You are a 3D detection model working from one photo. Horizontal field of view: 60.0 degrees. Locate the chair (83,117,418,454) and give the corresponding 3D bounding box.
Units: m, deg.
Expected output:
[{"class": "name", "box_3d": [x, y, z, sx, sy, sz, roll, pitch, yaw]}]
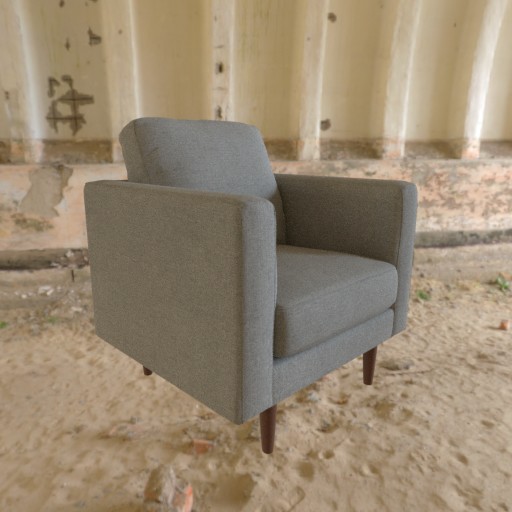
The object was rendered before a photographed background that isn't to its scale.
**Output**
[{"class": "chair", "box_3d": [0.000, 0.000, 1.528, 0.855, 0.927, 0.800, -13, 18, -43]}]
